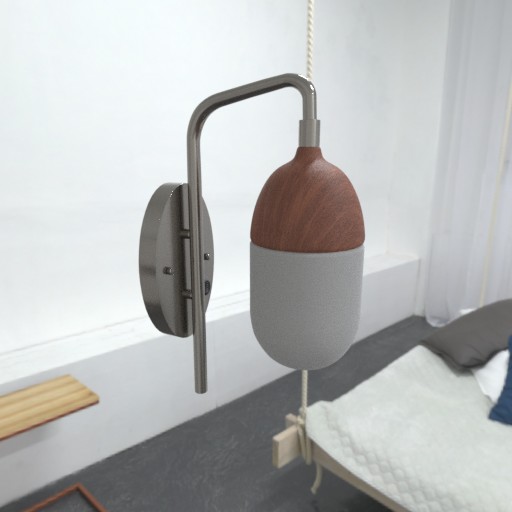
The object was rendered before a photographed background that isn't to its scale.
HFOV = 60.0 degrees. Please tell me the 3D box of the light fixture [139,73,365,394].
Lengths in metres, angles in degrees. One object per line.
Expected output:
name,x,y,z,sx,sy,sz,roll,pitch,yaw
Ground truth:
light fixture,0.000,0.000,0.450,0.216,0.343,0.108,7,15,26
